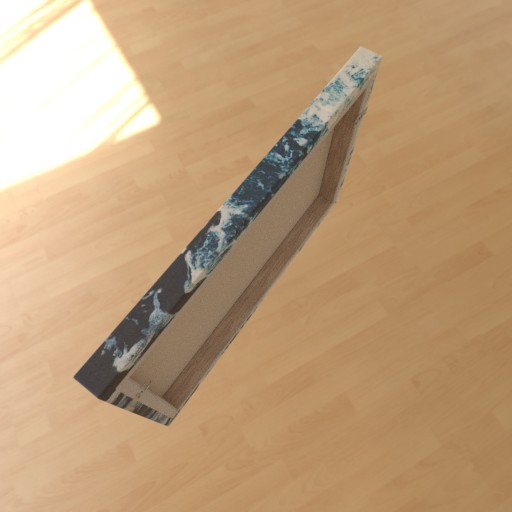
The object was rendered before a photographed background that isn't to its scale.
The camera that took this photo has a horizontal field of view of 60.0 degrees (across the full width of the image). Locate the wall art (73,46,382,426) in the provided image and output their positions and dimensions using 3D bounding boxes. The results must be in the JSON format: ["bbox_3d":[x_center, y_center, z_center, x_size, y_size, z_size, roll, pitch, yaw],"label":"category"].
[{"bbox_3d":[0.000,0.000,0.751,0.043,0.407,0.609,33,69,14],"label":"wall art"}]
